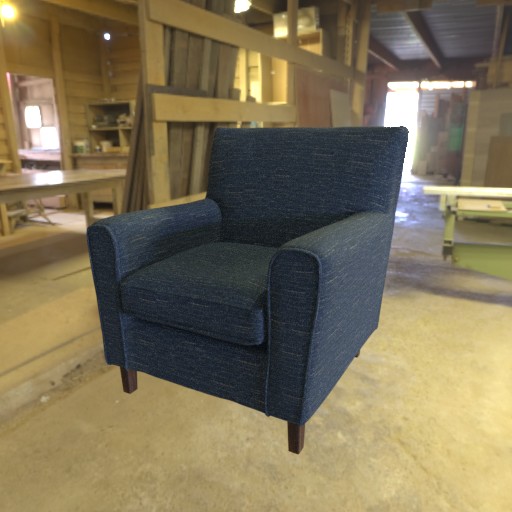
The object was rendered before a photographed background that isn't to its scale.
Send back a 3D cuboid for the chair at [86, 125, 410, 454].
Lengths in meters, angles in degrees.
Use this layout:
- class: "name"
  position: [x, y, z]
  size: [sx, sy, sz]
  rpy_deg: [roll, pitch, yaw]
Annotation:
- class: "chair"
  position: [0.000, 0.000, 1.627]
  size: [0.864, 0.928, 0.873]
  rpy_deg: [8, 17, 28]
